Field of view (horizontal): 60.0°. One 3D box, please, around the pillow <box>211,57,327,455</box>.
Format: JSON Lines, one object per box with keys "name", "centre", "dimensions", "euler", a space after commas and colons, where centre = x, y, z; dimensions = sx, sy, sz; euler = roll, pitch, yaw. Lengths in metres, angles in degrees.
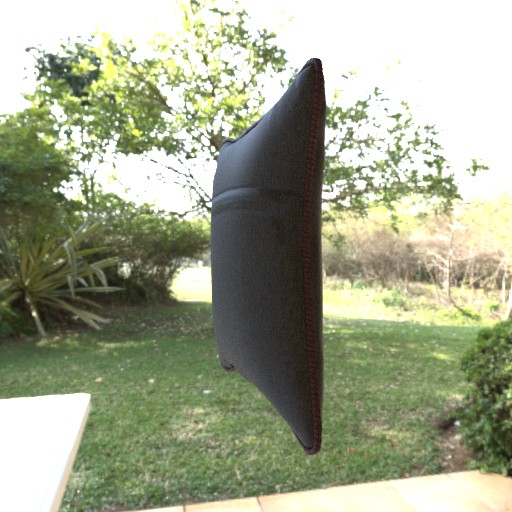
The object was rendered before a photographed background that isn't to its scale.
{"name": "pillow", "centre": [0.000, 0.000, 0.751], "dimensions": [0.124, 0.491, 0.482], "euler": [0, 1, -19]}
